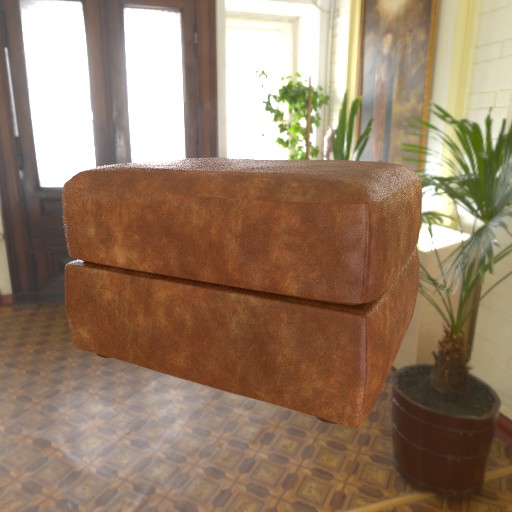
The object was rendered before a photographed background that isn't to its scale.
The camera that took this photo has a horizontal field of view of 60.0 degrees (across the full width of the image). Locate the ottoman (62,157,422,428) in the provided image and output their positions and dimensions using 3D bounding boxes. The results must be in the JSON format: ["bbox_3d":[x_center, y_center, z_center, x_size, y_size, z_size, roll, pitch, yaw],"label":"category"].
[{"bbox_3d":[0.000,0.000,1.128,0.751,0.476,0.603,7,16,26],"label":"ottoman"}]
